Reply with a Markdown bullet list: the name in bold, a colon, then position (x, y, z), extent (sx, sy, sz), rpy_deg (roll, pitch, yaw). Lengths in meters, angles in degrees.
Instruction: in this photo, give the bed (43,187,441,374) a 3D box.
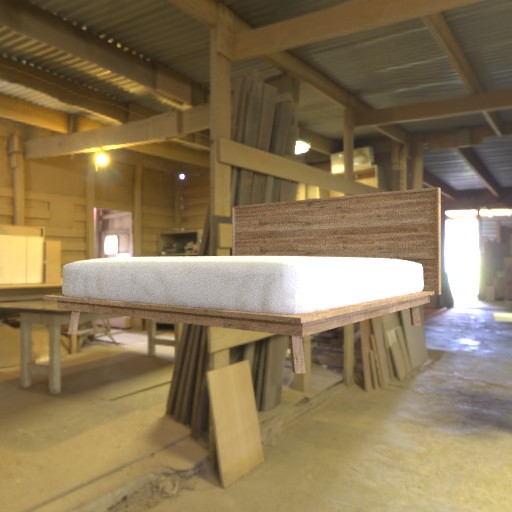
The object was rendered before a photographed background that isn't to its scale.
- **bed**: position (0.000, 0.000, 3.325), extent (2.116, 1.100, 2.167), rpy_deg (-1, -1, 36)
